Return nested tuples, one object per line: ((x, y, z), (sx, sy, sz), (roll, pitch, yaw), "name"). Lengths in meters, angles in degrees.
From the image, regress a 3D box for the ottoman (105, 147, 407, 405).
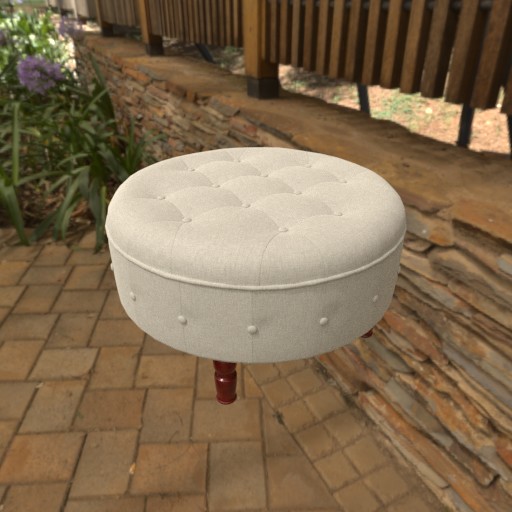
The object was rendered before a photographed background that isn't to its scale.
((0.000, 0.000, 1.383), (0.850, 0.483, 0.850), (0, 30, 0), "ottoman")
